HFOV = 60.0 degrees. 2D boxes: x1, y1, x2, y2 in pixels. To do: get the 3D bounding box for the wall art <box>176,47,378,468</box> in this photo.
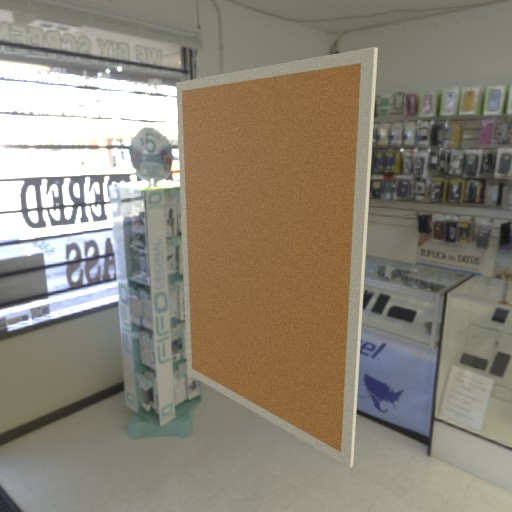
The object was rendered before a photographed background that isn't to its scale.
[{"bbox_3d":[0.000,0.000,1.193,0.013,0.940,0.659,-13,19,-43],"label":"wall art"}]
